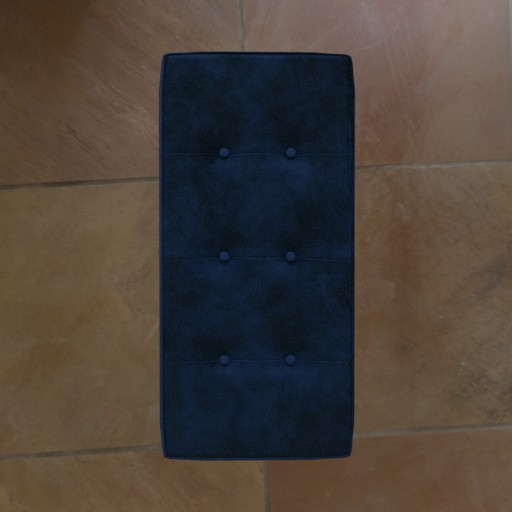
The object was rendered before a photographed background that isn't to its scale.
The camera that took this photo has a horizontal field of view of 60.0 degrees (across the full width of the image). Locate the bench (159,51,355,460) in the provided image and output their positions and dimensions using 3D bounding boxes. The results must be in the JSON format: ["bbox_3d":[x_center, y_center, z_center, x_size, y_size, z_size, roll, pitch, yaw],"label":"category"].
[{"bbox_3d":[0.000,0.000,1.300,0.489,0.467,1.010,0,91,-1],"label":"bench"}]
